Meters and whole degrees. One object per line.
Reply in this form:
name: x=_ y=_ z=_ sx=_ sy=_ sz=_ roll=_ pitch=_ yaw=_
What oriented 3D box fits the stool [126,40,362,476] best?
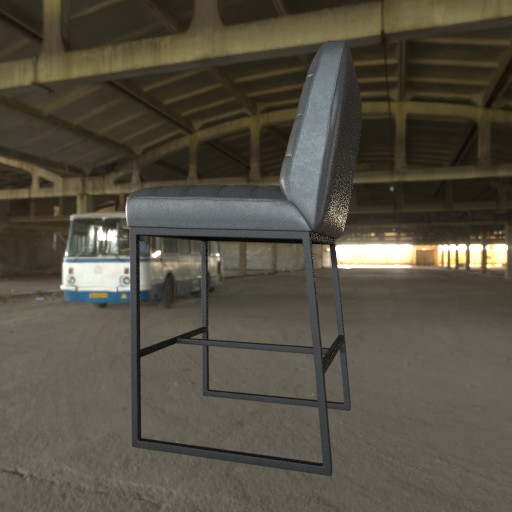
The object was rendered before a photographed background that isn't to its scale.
stool: x=0.000 y=0.000 z=1.221 sx=0.552 sy=0.938 sz=0.457 roll=0 pitch=0 yaw=17
